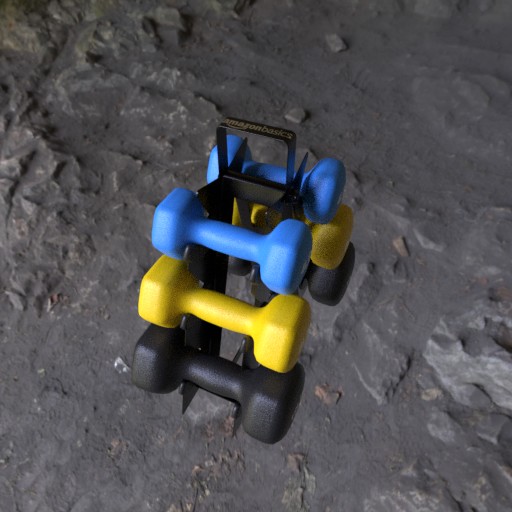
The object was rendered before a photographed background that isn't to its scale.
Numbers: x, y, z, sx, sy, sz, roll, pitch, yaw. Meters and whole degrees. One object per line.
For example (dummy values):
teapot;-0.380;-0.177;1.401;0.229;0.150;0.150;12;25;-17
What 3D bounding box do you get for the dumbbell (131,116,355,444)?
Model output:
dumbbell;0.000;0.000;0.670;0.255;0.426;0.409;18;48;17
